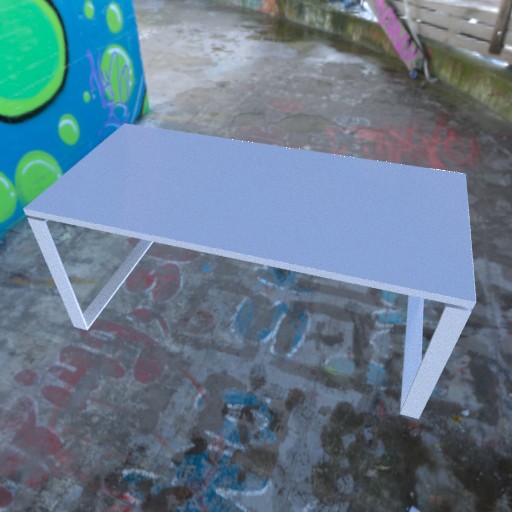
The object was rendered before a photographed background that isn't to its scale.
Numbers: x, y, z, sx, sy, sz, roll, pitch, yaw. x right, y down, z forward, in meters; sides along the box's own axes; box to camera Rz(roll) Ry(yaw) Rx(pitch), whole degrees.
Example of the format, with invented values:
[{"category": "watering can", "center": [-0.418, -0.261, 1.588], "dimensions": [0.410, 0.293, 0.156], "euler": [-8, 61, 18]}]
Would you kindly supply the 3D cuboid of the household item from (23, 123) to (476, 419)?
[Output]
[{"category": "household item", "center": [0.000, 0.000, 2.118], "dimensions": [1.700, 0.745, 0.800], "euler": [12, 43, 13]}]
